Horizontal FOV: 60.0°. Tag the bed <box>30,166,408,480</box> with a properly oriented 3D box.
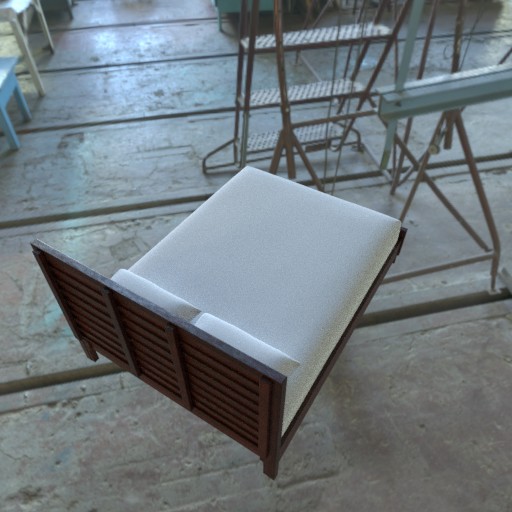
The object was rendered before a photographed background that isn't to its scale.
[{"bbox_3d":[0.000,0.000,4.069,2.040,1.492,2.803,24,50,22],"label":"bed"}]
